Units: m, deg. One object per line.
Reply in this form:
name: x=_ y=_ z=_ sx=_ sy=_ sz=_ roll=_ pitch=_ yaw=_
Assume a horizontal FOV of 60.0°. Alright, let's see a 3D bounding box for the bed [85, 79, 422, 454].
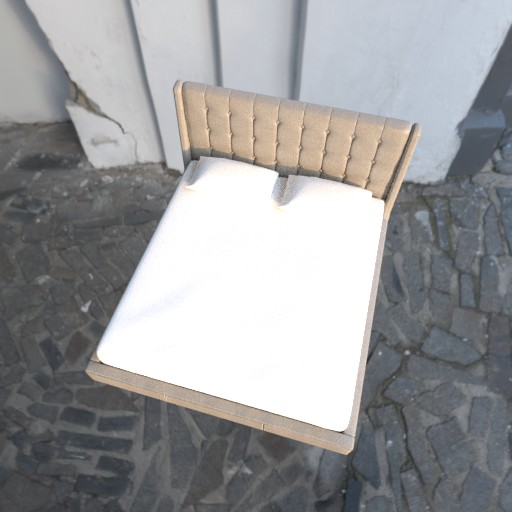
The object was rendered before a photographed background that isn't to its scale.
bed: x=0.000 y=0.000 z=3.564 sx=2.062 sy=1.289 sz=2.342 roll=13 pitch=58 yaw=8
